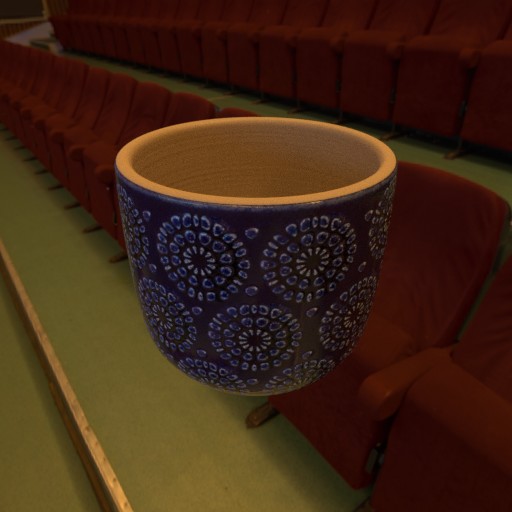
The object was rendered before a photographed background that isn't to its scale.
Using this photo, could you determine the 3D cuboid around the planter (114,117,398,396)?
[{"bbox_3d":[0.000,0.000,0.301,0.165,0.149,0.165,0,30,0],"label":"planter"}]
